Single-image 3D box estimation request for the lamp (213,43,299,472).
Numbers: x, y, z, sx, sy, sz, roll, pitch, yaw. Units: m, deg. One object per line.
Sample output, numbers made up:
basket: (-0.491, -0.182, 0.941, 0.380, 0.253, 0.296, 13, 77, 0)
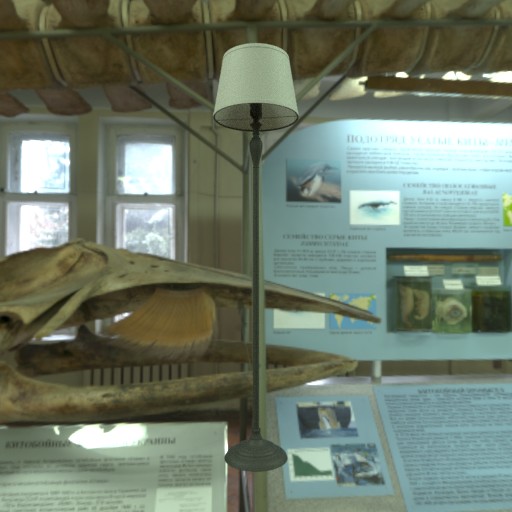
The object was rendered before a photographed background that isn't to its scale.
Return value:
lamp: (0.000, 0.000, 1.679, 0.327, 1.506, 0.327, 1, -2, -36)
